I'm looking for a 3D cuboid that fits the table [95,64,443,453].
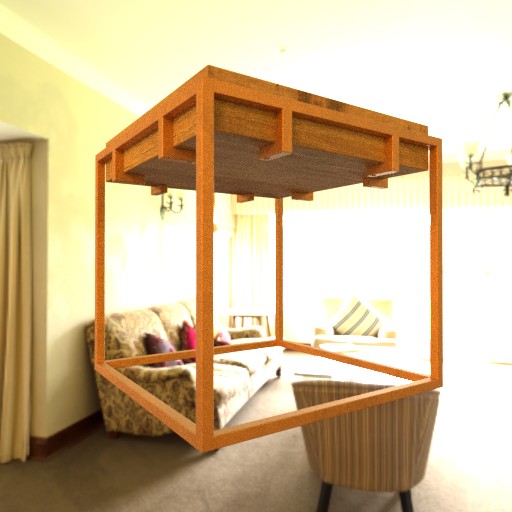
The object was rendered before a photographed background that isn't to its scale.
[{"bbox_3d":[0.000,0.000,1.066,0.599,0.584,0.599,0,-1,-34],"label":"table"}]
